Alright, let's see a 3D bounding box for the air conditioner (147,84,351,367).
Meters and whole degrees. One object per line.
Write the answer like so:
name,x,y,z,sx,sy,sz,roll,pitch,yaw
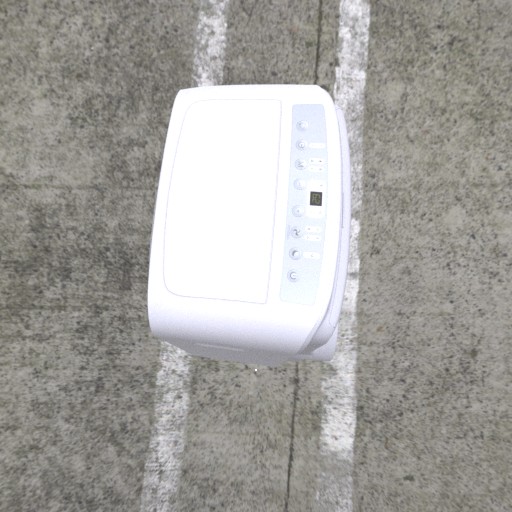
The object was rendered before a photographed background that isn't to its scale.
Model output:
air conditioner,0.000,0.000,0.962,0.365,0.700,0.454,4,76,1
